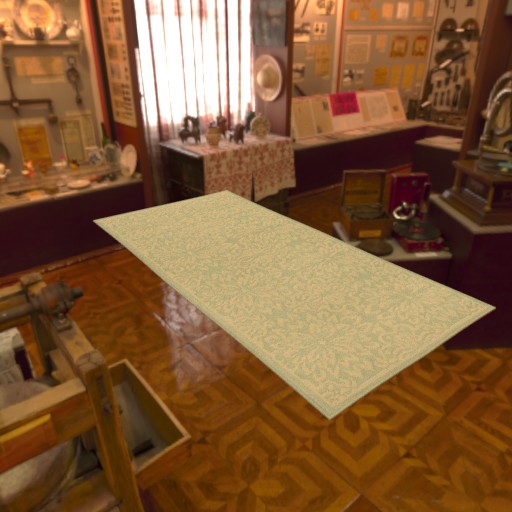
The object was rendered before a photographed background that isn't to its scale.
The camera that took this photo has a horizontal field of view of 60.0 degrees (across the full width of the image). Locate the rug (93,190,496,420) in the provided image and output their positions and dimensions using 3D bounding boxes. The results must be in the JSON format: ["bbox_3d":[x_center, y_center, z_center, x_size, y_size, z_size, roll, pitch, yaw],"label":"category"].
[{"bbox_3d":[0.000,0.000,1.395,0.604,0.007,1.219,-19,32,-33],"label":"rug"}]
